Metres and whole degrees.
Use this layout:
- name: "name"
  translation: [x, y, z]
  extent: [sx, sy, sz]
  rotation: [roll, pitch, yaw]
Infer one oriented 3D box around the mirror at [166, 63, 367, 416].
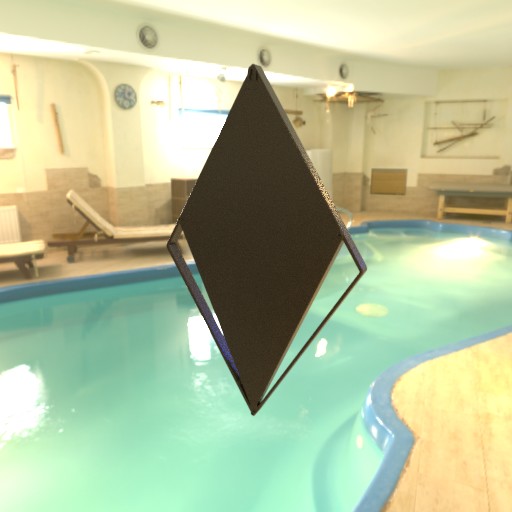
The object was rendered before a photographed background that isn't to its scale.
- name: "mirror"
  translation: [0.000, 0.000, 0.845]
  extent: [0.419, 0.679, 0.032]
  rotation: [8, 16, 28]
